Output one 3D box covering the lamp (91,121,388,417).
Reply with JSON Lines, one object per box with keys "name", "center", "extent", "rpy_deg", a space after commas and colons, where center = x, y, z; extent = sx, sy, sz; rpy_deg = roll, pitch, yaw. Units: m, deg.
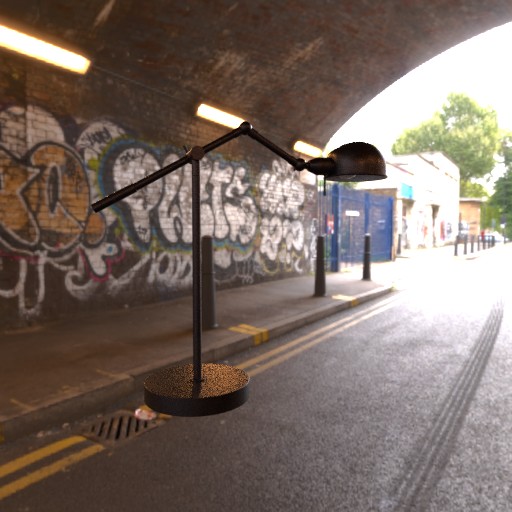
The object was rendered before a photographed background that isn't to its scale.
{"name": "lamp", "center": [0.000, 0.000, 0.812], "extent": [0.567, 0.495, 0.185], "rpy_deg": [-1, 3, -18]}
